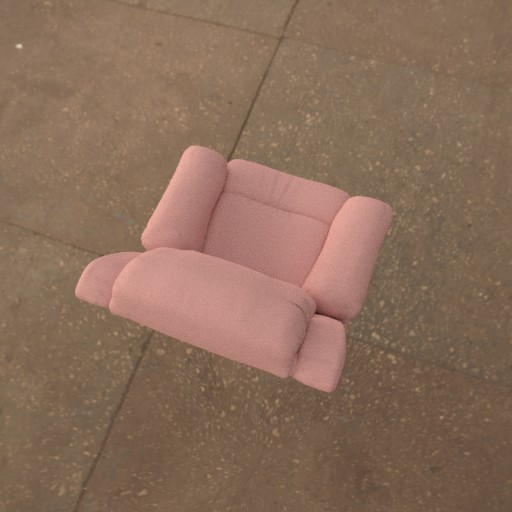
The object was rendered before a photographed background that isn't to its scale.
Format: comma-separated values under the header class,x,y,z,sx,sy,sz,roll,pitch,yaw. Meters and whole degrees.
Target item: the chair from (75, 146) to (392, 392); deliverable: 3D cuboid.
class,x,y,z,sx,sy,sz,roll,pitch,yaw
chair,0.000,0.000,1.293,0.680,0.702,0.709,19,65,9
